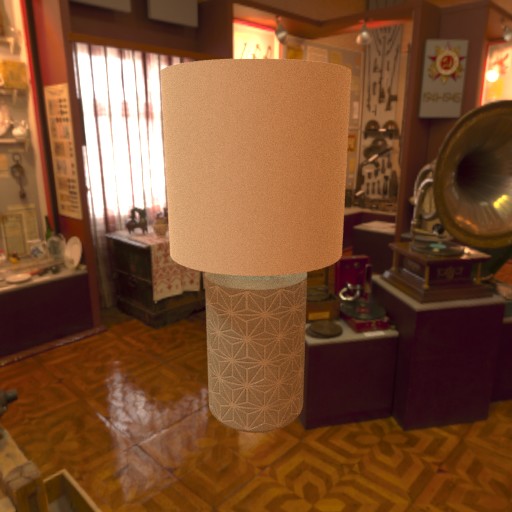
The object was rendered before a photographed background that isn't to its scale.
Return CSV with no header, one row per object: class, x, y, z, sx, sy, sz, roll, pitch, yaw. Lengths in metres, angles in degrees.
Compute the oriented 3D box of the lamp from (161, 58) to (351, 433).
lamp,0.000,0.000,0.543,0.206,0.416,0.206,-15,21,-43
